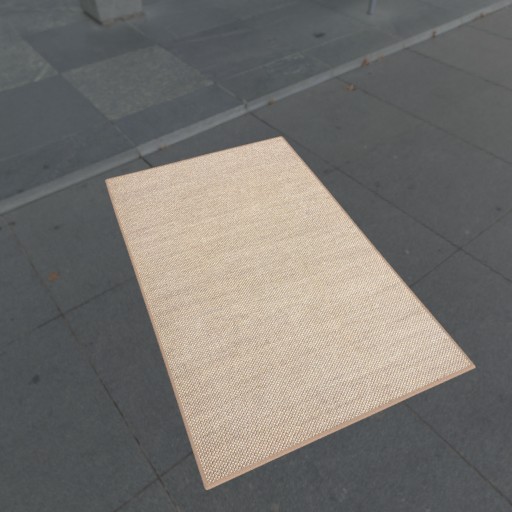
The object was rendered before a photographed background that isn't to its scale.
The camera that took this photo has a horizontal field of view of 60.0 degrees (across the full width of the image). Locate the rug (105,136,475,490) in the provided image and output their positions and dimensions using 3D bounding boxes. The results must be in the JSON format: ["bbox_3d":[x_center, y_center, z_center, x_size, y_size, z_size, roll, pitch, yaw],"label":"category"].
[{"bbox_3d":[0.000,0.000,2.016,1.061,0.012,1.668,-18,50,-15],"label":"rug"}]
